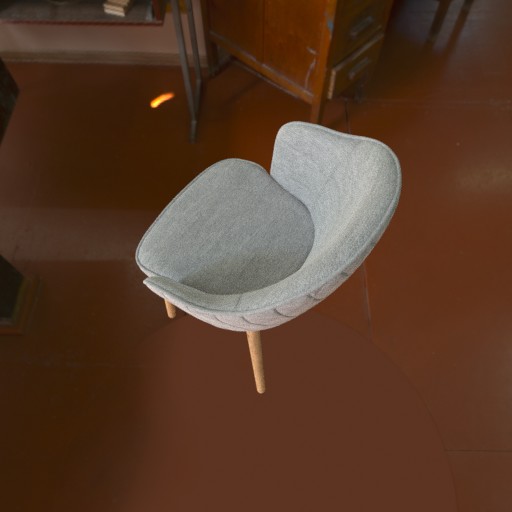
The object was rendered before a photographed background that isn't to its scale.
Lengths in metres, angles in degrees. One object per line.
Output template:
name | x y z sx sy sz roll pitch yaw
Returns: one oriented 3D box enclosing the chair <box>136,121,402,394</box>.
chair | 0.000 0.000 1.164 0.530 0.800 0.540 32 67 15
